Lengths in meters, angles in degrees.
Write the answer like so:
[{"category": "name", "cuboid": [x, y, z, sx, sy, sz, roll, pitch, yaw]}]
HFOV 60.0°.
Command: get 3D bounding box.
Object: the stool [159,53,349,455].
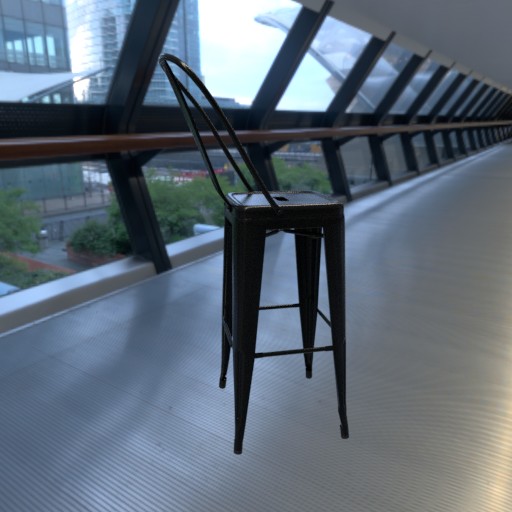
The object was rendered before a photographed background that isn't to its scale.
[{"category": "stool", "cuboid": [0.000, 0.000, 1.339, 0.513, 1.096, 0.399, -3, 16, -11]}]
